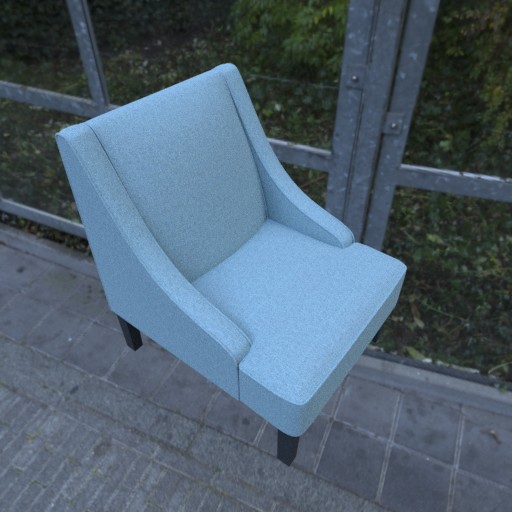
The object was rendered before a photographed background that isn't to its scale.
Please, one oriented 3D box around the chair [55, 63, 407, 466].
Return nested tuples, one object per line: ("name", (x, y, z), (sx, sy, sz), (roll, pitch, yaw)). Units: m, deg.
("chair", (0.000, 0.000, 1.822), (1.025, 1.133, 0.857), (27, 48, 27))
